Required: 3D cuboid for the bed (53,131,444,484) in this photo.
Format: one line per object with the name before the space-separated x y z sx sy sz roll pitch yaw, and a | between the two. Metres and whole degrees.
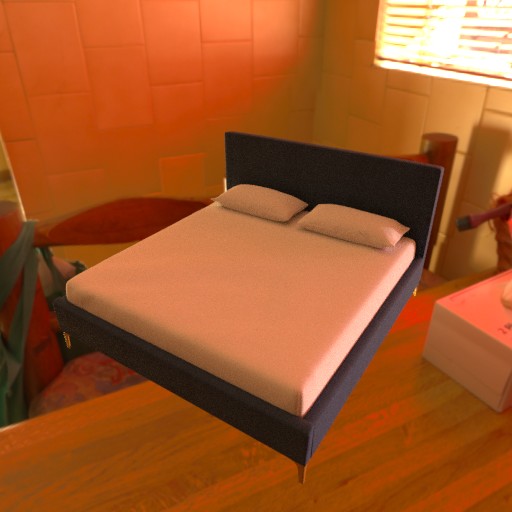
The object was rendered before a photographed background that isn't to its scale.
bed | 0.000 0.000 3.438 2.096 1.231 2.232 18 34 29
